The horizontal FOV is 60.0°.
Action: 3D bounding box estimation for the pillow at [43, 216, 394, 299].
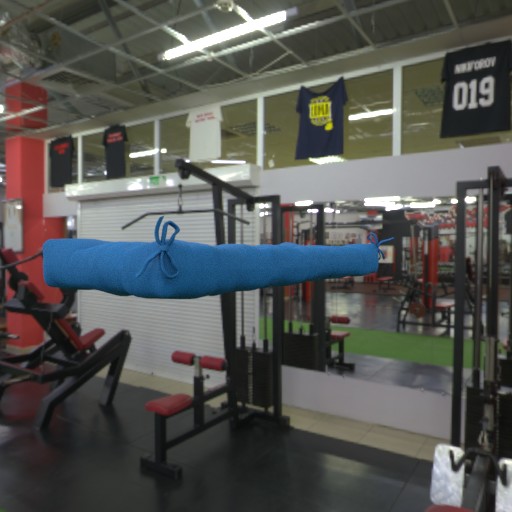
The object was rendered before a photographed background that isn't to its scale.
[{"bbox_3d":[0.000,0.000,1.377,0.511,0.174,1.194,1,1,36],"label":"pillow"}]
